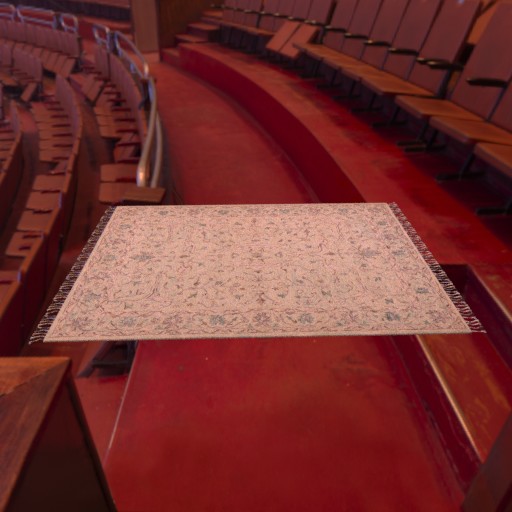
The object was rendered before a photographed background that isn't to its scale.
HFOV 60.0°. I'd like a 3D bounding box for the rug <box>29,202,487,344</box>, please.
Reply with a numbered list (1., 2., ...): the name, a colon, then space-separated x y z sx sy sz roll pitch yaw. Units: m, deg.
1. rug: 0.000 0.000 2.258 1.802 0.008 1.247 -1 32 -1
